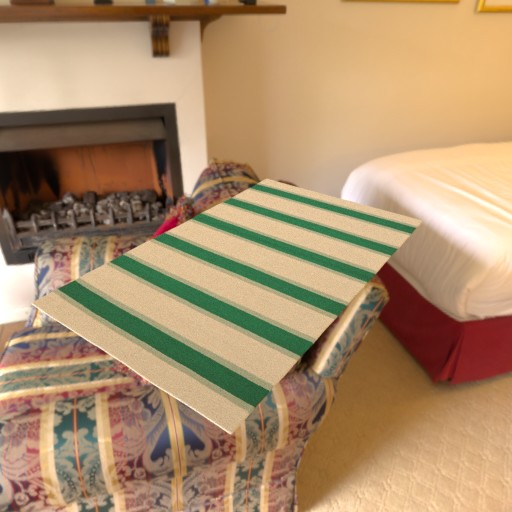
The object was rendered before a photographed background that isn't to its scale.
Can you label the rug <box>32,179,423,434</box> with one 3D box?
[{"bbox_3d":[0.000,0.000,3.075,1.521,0.015,2.436,21,37,30],"label":"rug"}]
